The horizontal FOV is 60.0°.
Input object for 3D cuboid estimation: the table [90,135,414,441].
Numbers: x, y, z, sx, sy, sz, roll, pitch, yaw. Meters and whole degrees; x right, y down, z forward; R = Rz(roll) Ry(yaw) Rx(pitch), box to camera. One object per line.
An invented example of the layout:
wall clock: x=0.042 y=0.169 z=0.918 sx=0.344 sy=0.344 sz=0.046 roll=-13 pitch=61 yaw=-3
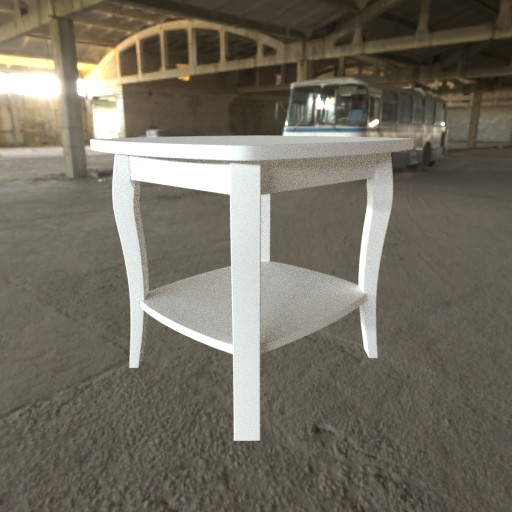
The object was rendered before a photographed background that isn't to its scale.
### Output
table: x=0.000 y=0.000 z=0.853 sx=0.451 sy=0.438 sz=0.502 roll=15 pitch=22 yaw=42
